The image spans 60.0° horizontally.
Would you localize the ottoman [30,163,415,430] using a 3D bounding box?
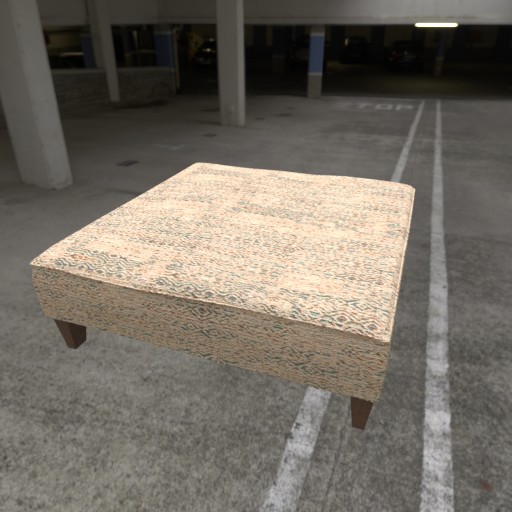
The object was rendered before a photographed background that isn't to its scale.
[{"bbox_3d":[0.000,0.000,1.534,0.968,0.356,1.004,10,30,18],"label":"ottoman"}]
